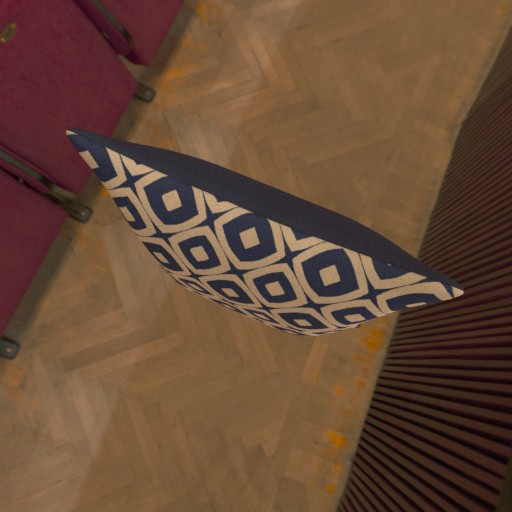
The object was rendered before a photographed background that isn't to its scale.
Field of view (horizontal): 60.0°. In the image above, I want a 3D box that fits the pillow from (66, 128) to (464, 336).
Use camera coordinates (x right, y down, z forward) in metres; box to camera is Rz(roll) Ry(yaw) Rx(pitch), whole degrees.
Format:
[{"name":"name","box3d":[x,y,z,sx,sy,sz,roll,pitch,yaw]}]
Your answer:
[{"name":"pillow","box3d":[0.000,0.000,0.753,0.504,0.494,0.188,23,78,5]}]
